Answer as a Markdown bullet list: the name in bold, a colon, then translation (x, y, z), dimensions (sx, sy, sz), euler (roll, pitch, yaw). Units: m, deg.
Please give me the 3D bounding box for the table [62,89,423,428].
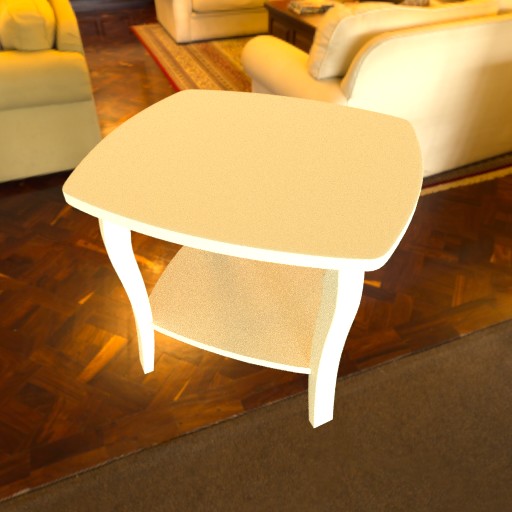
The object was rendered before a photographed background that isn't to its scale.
- **table**: translation (0.000, 0.000, 0.836), dimensions (0.502, 0.438, 0.451), euler (13, 43, 14)
